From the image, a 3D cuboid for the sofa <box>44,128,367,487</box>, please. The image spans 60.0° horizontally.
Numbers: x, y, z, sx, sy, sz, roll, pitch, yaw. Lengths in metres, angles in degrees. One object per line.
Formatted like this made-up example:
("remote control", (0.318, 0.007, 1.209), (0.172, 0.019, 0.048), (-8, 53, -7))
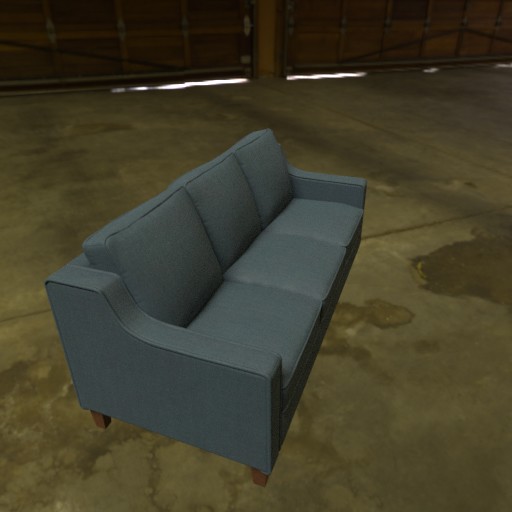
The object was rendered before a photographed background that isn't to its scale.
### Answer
("sofa", (0.000, 0.000, 2.445), (0.911, 0.974, 1.986), (11, 31, 18))
